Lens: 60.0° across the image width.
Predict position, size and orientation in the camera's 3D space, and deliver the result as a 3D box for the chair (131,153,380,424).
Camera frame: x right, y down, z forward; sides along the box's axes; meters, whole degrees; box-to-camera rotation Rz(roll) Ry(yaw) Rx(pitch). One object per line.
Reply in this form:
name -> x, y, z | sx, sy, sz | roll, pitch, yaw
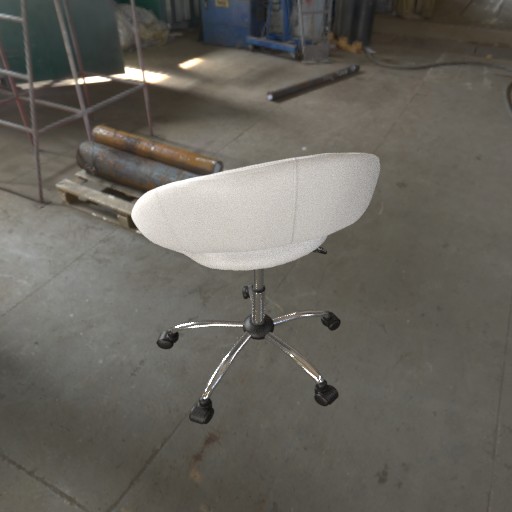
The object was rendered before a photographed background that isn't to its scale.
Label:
chair -> 0.000, 0.000, 1.201 | 0.612, 0.791, 0.538 | -11, 40, -14
